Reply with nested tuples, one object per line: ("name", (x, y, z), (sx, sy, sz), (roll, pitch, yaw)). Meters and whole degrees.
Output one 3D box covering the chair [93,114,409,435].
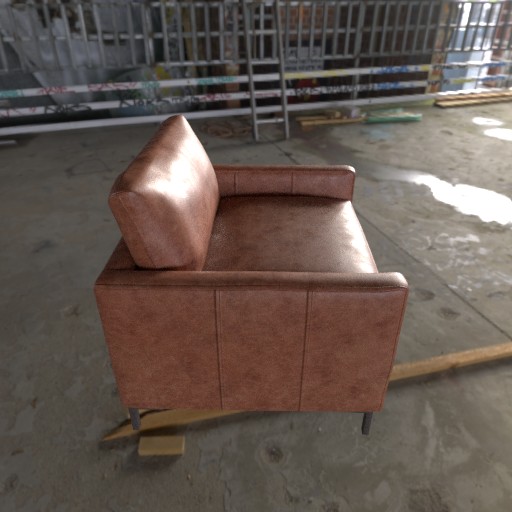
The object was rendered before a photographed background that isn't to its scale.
("chair", (0.000, 0.000, 1.660), (0.862, 0.869, 0.967), (1, 32, 1))
